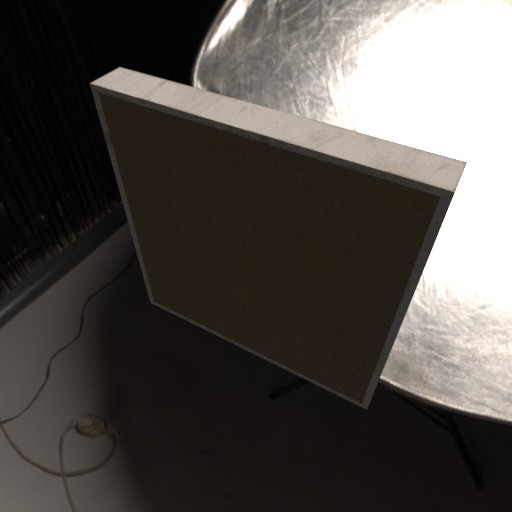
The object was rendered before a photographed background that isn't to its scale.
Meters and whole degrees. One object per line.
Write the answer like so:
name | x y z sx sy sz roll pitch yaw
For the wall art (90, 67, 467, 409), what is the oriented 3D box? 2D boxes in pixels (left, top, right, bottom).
wall art | 0.000 0.000 0.447 0.305 0.303 0.038 22 50 20
